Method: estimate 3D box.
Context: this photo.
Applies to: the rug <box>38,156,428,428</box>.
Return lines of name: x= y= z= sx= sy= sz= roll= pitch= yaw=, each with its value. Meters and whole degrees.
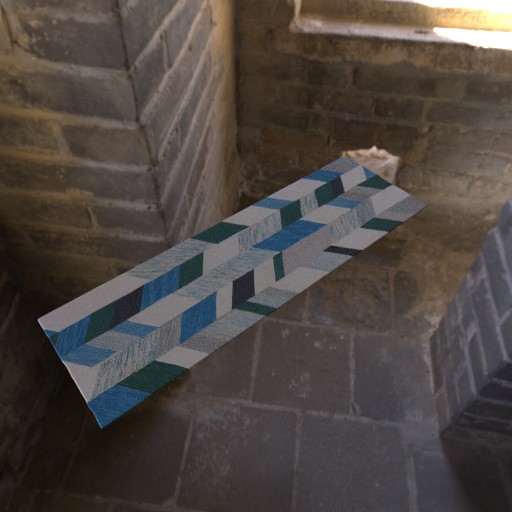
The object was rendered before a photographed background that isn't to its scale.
rug: x=0.000 y=0.000 z=2.730 sx=2.437 sy=0.008 sz=0.774 roll=-31 pitch=54 yaw=-25
